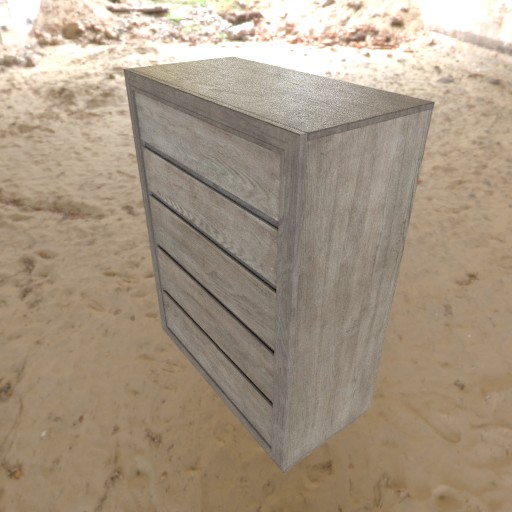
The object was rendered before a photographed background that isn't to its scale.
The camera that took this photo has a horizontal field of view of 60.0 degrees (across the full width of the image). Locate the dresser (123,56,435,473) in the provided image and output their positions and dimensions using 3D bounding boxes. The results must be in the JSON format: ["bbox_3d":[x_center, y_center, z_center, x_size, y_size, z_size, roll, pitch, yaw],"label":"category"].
[{"bbox_3d":[0.000,0.000,1.747,0.483,1.295,0.967,-22,39,-30],"label":"dresser"}]
